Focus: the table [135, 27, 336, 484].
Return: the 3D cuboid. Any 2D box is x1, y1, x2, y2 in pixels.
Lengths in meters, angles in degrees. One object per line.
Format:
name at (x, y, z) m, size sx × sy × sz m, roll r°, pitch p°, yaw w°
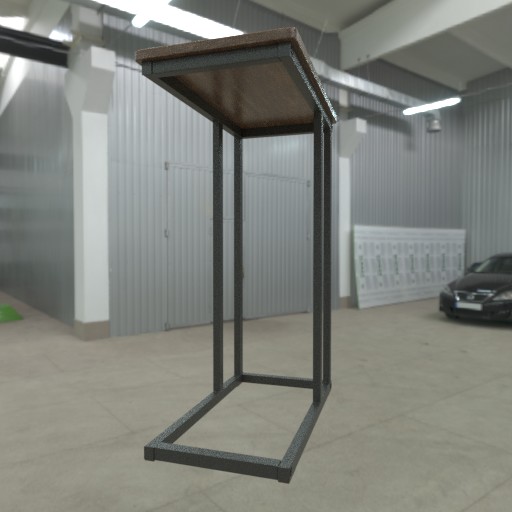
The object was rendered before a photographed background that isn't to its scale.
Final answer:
table at (0.000, 0.000, 0.862) m, size 0.254 × 0.637 × 0.450 m, roll 0°, pitch 1°, yaw 17°
